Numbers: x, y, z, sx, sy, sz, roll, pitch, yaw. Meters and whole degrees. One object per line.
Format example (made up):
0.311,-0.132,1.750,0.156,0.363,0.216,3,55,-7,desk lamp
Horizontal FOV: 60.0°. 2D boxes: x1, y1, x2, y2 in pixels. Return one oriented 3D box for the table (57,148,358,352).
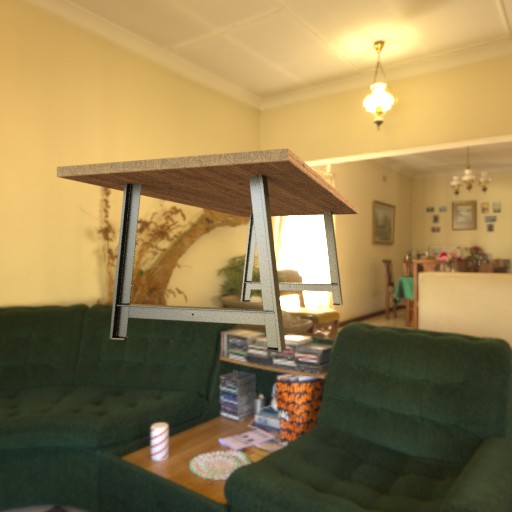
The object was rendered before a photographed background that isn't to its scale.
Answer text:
0.000,0.000,2.723,1.000,0.757,2.200,0,0,19,table
